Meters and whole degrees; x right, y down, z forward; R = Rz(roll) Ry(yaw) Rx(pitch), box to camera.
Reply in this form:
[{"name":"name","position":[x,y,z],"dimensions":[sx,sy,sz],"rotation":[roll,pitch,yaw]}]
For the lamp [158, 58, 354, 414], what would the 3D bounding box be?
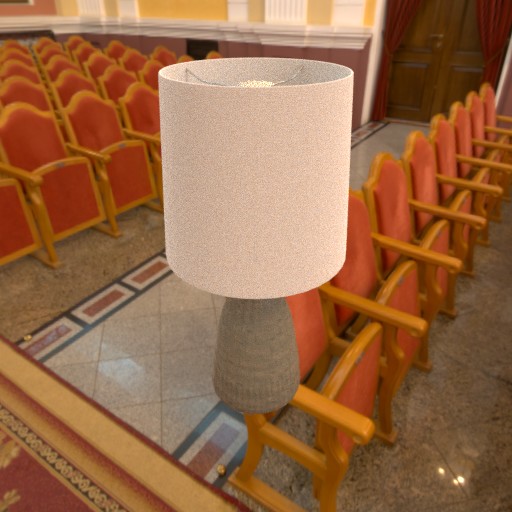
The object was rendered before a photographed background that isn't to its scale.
[{"name":"lamp","position":[0.000,0.000,0.472],"dimensions":[0.186,0.369,0.186],"rotation":[0,31,0]}]
